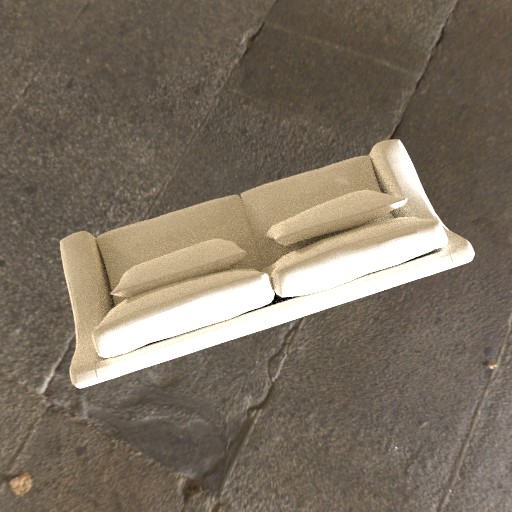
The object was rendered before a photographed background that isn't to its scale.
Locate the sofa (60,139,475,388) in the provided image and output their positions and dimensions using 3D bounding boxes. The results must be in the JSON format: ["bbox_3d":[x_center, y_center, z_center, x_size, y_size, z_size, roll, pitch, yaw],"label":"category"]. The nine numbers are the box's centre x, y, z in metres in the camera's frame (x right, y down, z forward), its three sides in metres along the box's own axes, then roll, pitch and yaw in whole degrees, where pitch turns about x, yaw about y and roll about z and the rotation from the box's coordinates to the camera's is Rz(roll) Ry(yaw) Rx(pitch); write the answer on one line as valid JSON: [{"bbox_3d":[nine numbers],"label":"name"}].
[{"bbox_3d":[0.000,0.000,3.004,2.470,1.022,1.009,-17,76,-4],"label":"sofa"}]
